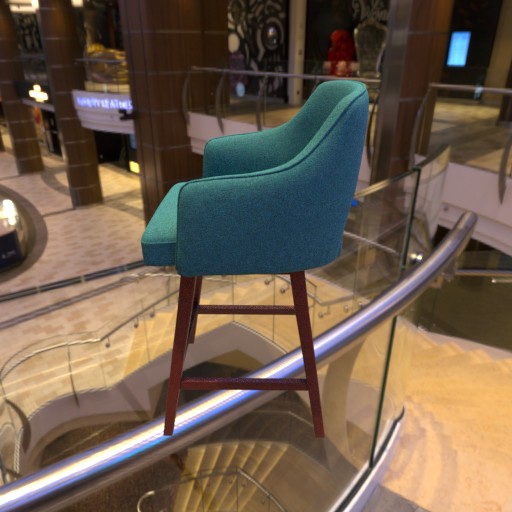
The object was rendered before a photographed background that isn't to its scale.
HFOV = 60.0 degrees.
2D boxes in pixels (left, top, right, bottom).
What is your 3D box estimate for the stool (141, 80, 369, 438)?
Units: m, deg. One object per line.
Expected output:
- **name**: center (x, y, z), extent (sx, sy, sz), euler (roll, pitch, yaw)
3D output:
- **stool**: center (0.000, 0.000, 1.314), extent (0.556, 0.961, 0.548), euler (0, 26, 1)
